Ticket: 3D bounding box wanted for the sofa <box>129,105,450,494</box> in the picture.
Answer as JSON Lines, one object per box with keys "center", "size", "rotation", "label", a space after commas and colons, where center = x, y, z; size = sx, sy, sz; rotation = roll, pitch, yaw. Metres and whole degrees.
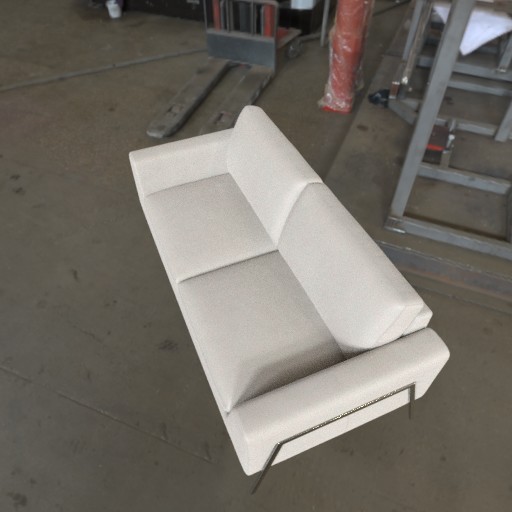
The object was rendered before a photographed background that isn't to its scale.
{"center": [0.000, 0.000, 2.486], "size": [0.953, 0.875, 2.017], "rotation": [-18, 50, -15], "label": "sofa"}
